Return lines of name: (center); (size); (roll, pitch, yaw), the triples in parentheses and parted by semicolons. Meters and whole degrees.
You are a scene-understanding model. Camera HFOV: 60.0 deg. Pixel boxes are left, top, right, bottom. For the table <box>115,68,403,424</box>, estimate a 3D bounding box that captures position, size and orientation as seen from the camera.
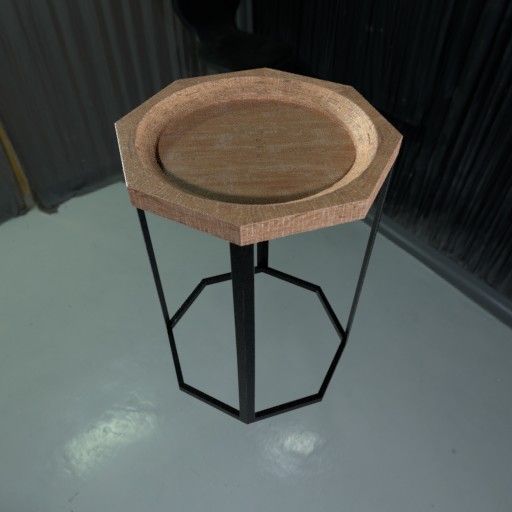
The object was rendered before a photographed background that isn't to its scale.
table: (0.000, 0.000, 0.869); (0.437, 0.553, 0.437); (-31, 54, -27)
